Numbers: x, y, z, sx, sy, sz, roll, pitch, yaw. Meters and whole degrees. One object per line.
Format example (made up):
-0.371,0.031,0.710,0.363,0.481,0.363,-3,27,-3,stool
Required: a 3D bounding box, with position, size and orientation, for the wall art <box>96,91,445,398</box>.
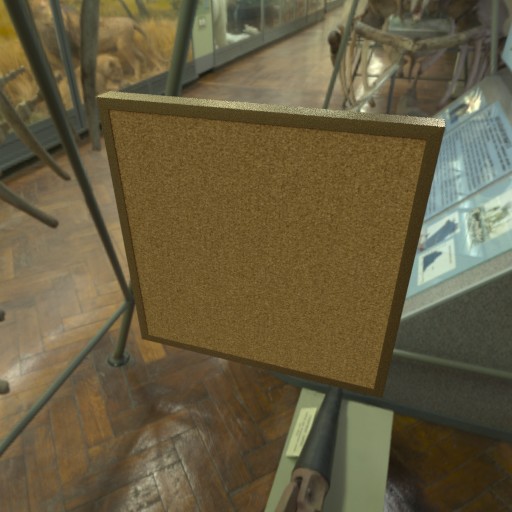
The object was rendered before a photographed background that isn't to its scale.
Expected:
0.000,0.000,0.773,0.510,0.509,0.037,10,34,15,wall art
